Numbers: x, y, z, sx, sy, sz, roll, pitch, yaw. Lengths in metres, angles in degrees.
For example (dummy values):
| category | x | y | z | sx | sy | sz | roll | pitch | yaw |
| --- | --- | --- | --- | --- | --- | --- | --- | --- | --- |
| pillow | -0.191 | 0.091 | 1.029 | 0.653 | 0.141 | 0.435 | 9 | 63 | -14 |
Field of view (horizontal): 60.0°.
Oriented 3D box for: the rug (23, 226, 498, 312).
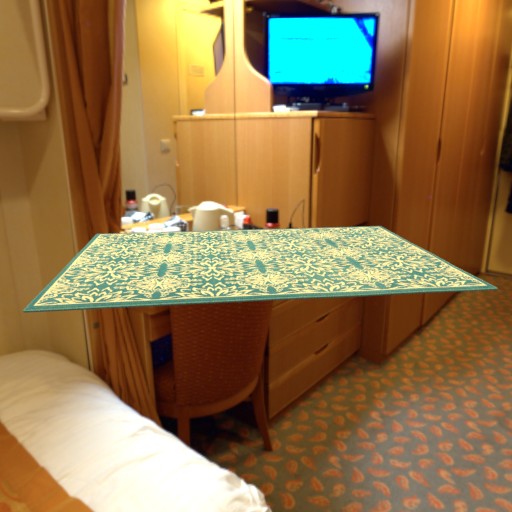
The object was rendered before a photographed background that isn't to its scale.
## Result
| category | x | y | z | sx | sy | sz | roll | pitch | yaw |
| --- | --- | --- | --- | --- | --- | --- | --- | --- | --- |
| rug | 0.000 | 0.000 | 3.426 | 2.769 | 0.018 | 1.830 | -2 | 16 | -7 |
